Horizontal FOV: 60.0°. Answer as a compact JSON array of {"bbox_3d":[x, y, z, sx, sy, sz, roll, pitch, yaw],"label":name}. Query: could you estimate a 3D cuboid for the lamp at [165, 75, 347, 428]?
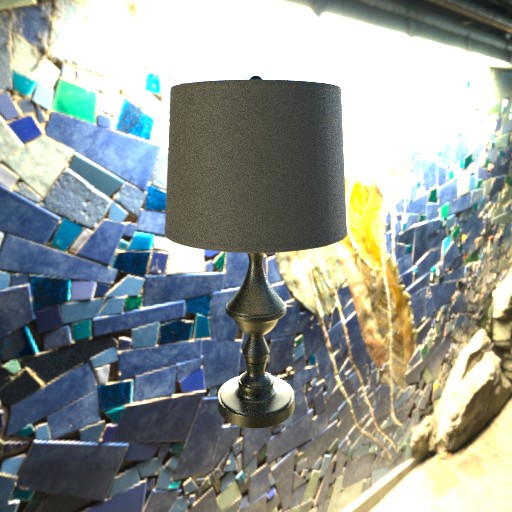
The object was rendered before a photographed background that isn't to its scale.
[{"bbox_3d":[0.000,0.000,0.962,0.383,0.733,0.383,0,15,0],"label":"lamp"}]
